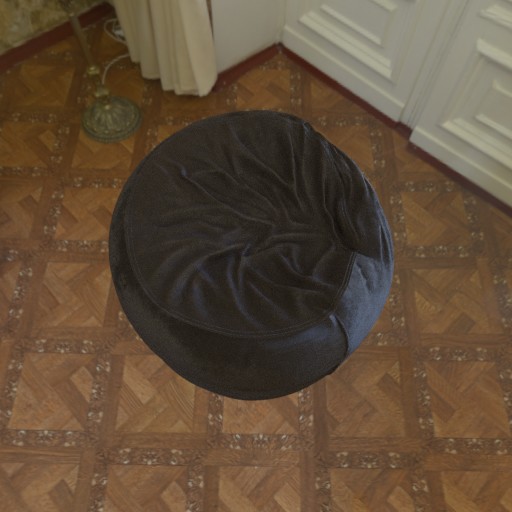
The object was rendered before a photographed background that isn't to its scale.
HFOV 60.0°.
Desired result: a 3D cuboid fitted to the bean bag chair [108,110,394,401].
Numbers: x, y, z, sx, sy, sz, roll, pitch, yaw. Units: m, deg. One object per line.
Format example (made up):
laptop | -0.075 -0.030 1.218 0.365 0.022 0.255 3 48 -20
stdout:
bean bag chair | 0.000 0.000 1.522 0.918 0.605 0.918 0 65 0
